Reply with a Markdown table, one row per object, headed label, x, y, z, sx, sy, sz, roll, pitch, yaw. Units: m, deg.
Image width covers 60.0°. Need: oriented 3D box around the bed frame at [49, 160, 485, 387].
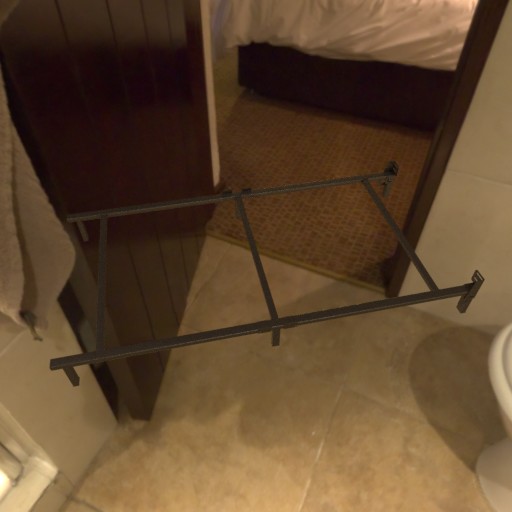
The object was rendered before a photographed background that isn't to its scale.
| label | x | y | z | sx | sy | sz | roll | pitch | yaw |
| --- | --- | --- | --- | --- | --- | --- | --- | --- | --- |
| bed frame | 0.000 | 0.000 | 2.267 | 1.897 | 0.248 | 0.968 | -9 | 47 | -8 |
